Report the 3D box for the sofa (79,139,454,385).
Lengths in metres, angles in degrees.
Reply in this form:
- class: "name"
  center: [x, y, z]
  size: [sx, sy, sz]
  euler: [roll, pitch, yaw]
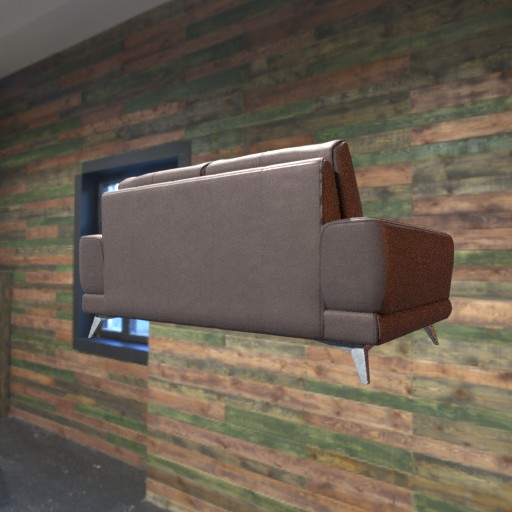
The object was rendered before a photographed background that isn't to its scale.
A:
- class: "sofa"
  center: [0.000, 0.000, 2.374]
  size: [1.806, 0.907, 1.018]
  euler: [-1, -1, 36]
